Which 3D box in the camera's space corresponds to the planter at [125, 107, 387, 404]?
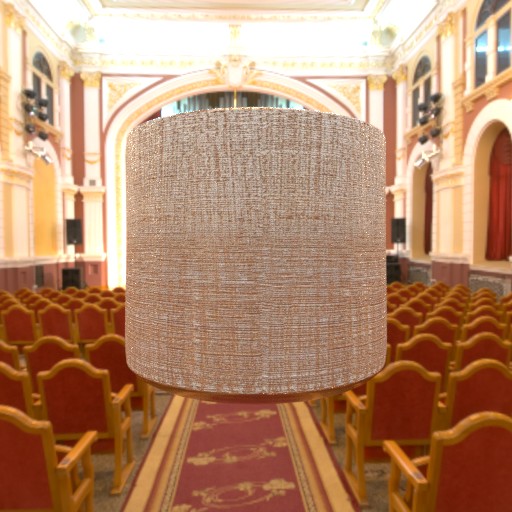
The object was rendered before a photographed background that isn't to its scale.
[{"bbox_3d":[0.000,0.000,0.312,0.177,0.157,0.177,0,2,0],"label":"planter"}]
